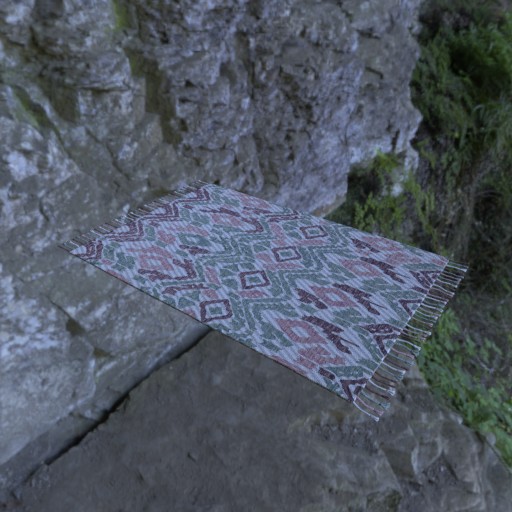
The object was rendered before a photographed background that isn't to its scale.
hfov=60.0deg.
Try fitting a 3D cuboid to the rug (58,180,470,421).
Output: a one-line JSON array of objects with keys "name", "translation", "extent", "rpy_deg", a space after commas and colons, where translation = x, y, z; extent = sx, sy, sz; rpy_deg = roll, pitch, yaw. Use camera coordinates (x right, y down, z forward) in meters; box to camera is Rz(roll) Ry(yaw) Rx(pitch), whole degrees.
[{"name": "rug", "translation": [0.000, 0.000, 3.032], "extent": [2.438, 0.011, 1.524], "rpy_deg": [22, 38, 30]}]
